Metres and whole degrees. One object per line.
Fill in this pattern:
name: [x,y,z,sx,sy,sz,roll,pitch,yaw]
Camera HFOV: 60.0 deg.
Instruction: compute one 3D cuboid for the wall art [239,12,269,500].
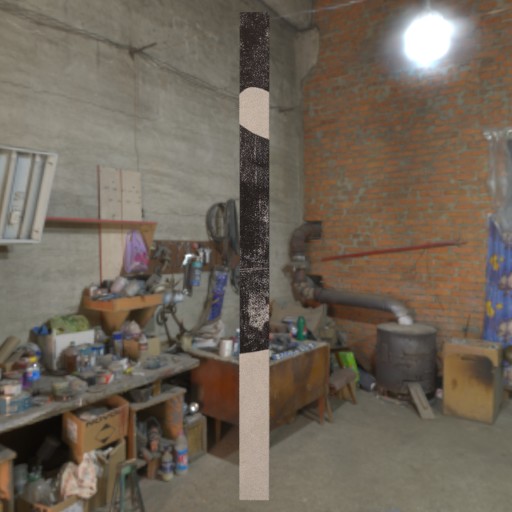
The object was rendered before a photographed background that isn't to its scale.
wall art: [0.000,0.000,0.756,0.039,0.610,0.407,0,0,1]
